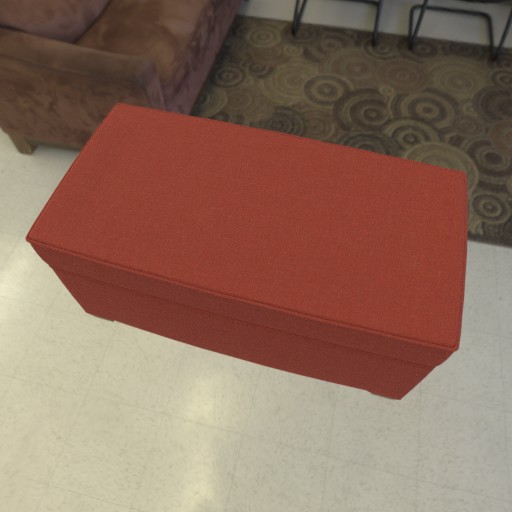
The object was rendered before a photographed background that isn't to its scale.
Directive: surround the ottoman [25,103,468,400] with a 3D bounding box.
[{"bbox_3d":[0.000,0.000,1.202,0.948,0.454,0.497,14,59,8],"label":"ottoman"}]
